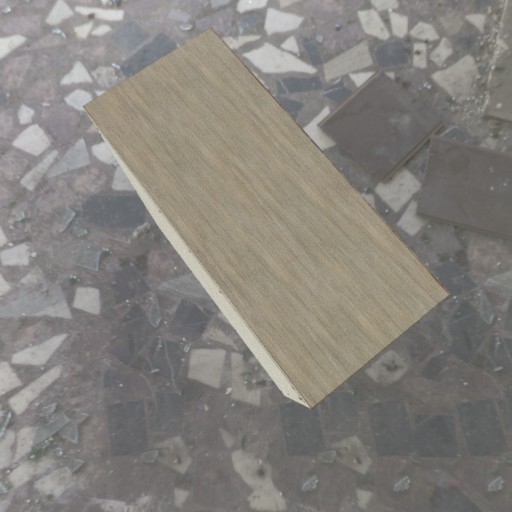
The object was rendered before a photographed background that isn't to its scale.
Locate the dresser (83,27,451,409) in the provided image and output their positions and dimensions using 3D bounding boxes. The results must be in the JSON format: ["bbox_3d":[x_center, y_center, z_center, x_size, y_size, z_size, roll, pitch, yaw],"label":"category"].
[{"bbox_3d":[0.000,0.000,1.758,0.457,1.219,1.016,-36,77,-10],"label":"dresser"}]
